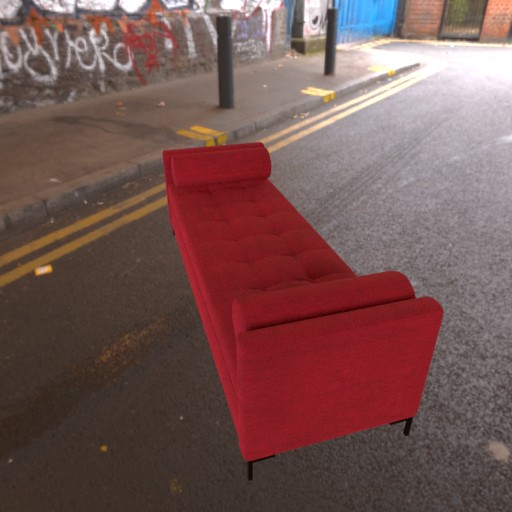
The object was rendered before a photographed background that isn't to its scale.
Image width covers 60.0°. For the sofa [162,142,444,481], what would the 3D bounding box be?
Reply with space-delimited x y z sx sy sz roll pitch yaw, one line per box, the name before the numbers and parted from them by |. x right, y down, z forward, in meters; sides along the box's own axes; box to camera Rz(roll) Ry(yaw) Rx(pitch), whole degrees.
sofa | 0.000 0.000 2.305 0.686 0.635 1.981 -9 32 -14
